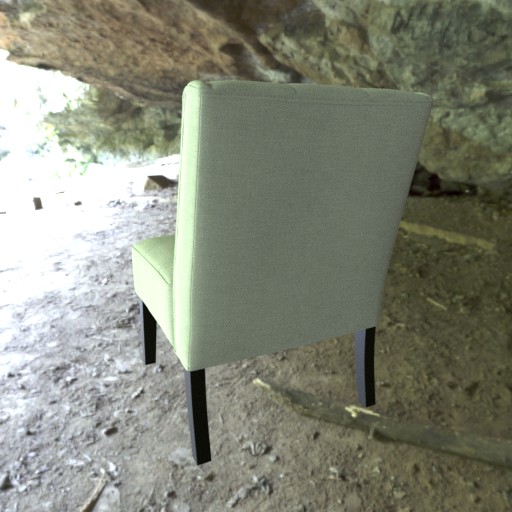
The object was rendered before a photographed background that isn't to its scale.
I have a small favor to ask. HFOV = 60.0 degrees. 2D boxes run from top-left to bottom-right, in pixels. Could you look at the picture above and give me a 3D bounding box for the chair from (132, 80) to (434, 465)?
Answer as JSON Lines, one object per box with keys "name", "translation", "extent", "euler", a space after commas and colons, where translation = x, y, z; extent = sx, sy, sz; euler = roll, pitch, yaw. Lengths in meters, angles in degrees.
{"name": "chair", "translation": [0.000, 0.000, 1.248], "extent": [0.569, 0.853, 0.676], "euler": [-8, 17, -26]}
